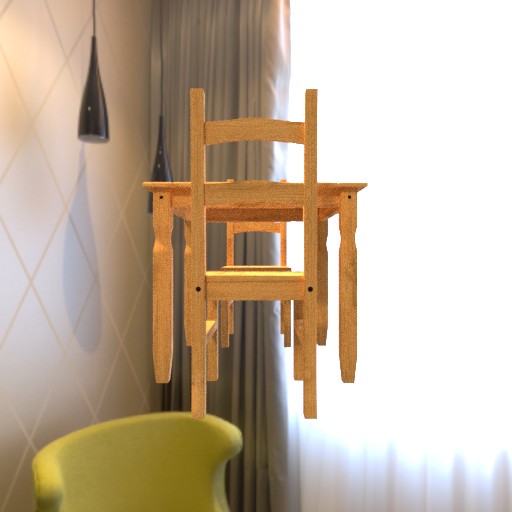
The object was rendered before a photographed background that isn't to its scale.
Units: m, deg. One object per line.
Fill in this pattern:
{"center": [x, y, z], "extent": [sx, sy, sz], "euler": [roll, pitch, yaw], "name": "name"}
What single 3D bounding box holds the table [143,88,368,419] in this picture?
{"center": [0.000, 0.000, 2.001], "extent": [0.813, 0.942, 1.501], "euler": [0, 0, 0], "name": "table"}
